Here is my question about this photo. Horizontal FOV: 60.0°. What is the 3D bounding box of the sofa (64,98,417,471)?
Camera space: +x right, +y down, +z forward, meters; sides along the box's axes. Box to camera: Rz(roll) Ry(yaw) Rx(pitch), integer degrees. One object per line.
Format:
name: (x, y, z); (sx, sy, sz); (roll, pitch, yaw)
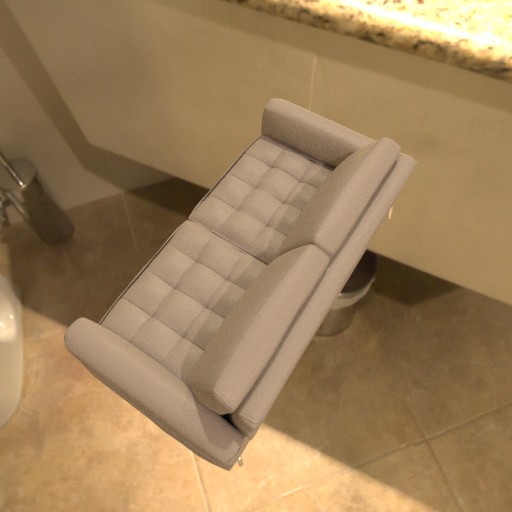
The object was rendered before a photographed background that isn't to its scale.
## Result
sofa: (0.000, 0.000, 2.689); (1.121, 0.930, 2.177); (30, 66, 15)
